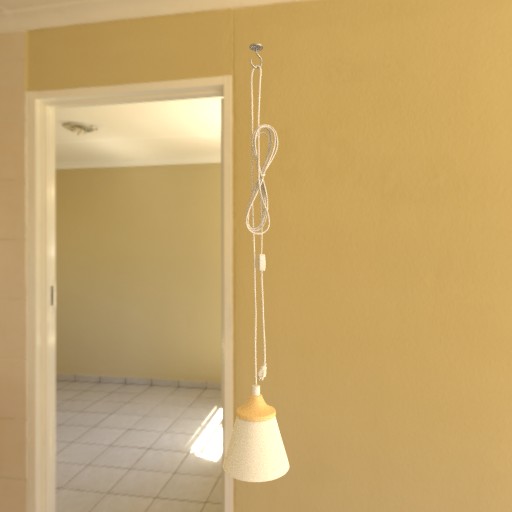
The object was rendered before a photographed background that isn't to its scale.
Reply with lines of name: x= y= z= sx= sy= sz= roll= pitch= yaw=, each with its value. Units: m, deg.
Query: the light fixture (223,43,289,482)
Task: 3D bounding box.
light fixture: x=0.000 y=0.000 z=1.023 sx=0.153 sy=0.966 sz=0.153 roll=0 pitch=0 yaw=0
